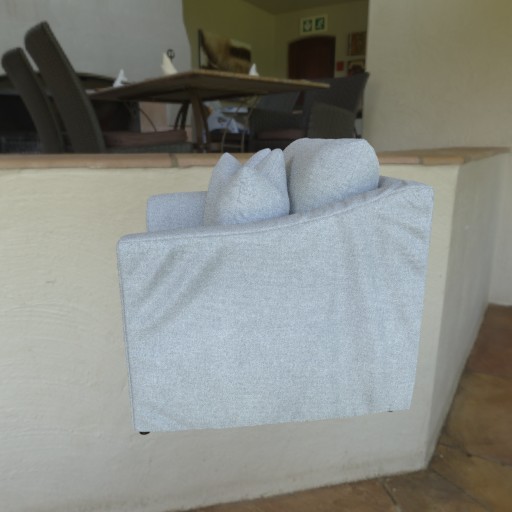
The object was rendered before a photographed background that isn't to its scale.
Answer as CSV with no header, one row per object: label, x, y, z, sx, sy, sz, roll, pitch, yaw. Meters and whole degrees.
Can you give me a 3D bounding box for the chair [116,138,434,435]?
chair,0.000,0.000,2.049,1.071,1.059,1.194,-2,15,-8
